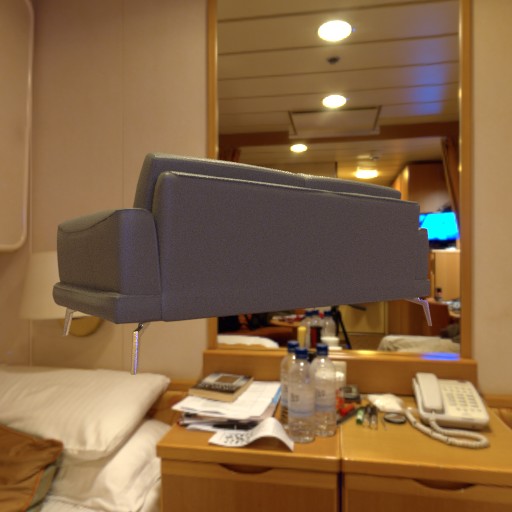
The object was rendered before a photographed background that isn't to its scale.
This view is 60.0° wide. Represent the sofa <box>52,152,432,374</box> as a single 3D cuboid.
[{"bbox_3d":[0.000,0.000,2.743,2.177,0.930,1.121,0,0,-37],"label":"sofa"}]
